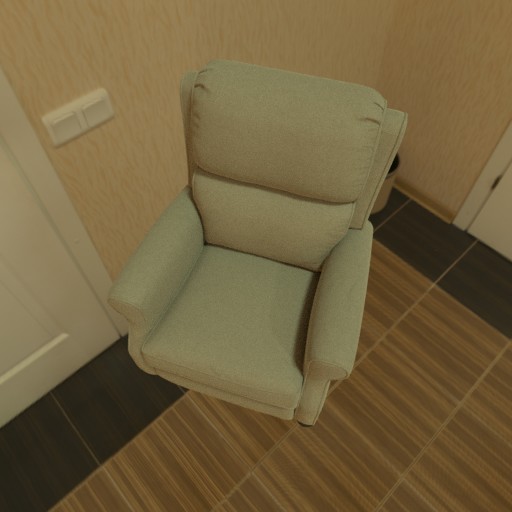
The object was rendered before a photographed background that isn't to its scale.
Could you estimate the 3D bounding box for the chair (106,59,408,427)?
[{"bbox_3d":[0.000,0.000,1.678,0.859,1.046,0.919,15,57,10],"label":"chair"}]
